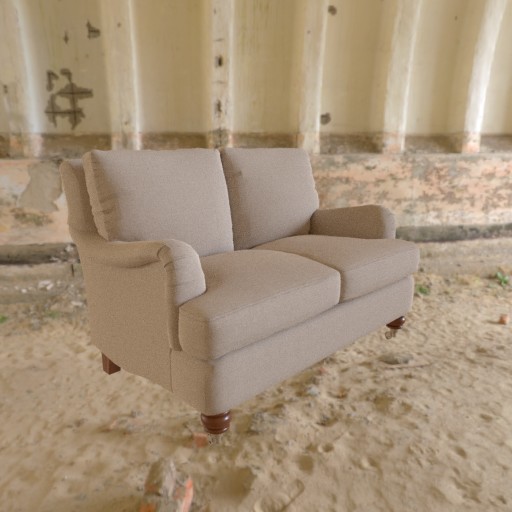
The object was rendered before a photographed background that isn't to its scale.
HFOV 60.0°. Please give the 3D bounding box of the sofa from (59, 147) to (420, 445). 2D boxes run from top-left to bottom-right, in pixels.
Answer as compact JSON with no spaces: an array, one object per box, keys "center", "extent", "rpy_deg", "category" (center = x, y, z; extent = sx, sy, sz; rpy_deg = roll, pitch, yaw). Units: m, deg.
[{"center":[0.000,0.000,2.205],"extent":[1.508,1.048,1.087],"rpy_deg":[-14,19,-43],"category":"sofa"}]
